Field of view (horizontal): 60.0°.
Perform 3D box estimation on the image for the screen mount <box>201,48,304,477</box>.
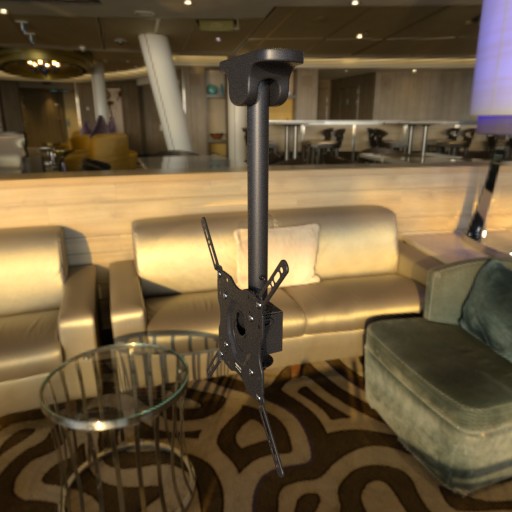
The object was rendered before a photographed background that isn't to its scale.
[{"bbox_3d":[0.000,0.000,0.881,0.090,0.729,0.393,-8,18,-25],"label":"screen mount"}]
